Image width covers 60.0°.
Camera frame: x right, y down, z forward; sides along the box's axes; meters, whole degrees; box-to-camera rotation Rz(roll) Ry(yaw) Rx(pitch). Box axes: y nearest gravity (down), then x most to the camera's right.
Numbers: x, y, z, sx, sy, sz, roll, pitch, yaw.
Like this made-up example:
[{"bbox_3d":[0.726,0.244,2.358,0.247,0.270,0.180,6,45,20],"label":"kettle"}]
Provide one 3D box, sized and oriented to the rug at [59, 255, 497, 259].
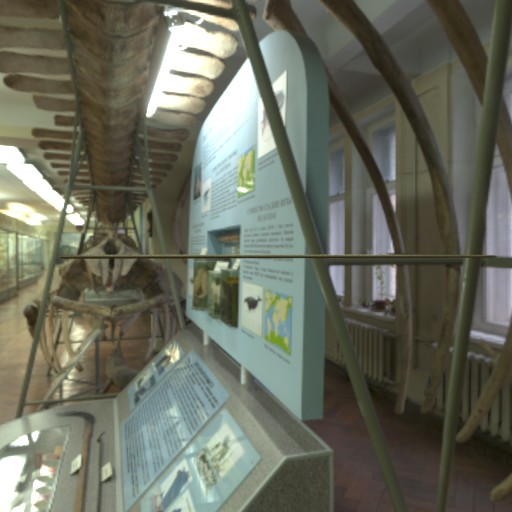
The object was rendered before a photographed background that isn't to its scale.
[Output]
[{"bbox_3d":[0.000,0.000,3.989,3.041,0.020,2.413,0,0,-18],"label":"rug"}]
